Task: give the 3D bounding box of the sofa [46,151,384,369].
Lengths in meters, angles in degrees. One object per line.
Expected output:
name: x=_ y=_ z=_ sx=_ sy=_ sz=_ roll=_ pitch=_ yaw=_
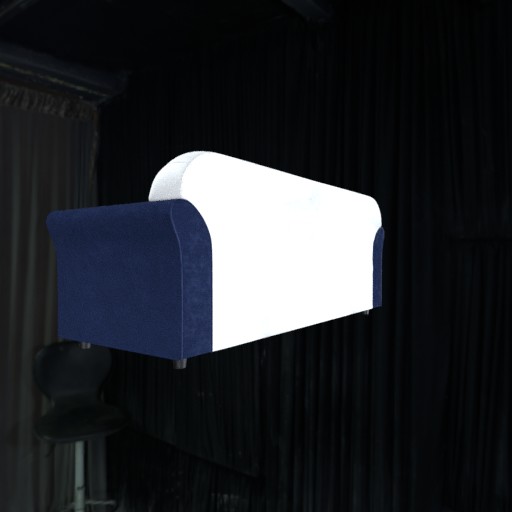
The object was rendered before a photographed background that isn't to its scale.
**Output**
sofa: x=0.000 y=0.000 z=2.464 sx=0.749 sy=0.789 sz=2.006 roll=0 pitch=0 yaw=35
